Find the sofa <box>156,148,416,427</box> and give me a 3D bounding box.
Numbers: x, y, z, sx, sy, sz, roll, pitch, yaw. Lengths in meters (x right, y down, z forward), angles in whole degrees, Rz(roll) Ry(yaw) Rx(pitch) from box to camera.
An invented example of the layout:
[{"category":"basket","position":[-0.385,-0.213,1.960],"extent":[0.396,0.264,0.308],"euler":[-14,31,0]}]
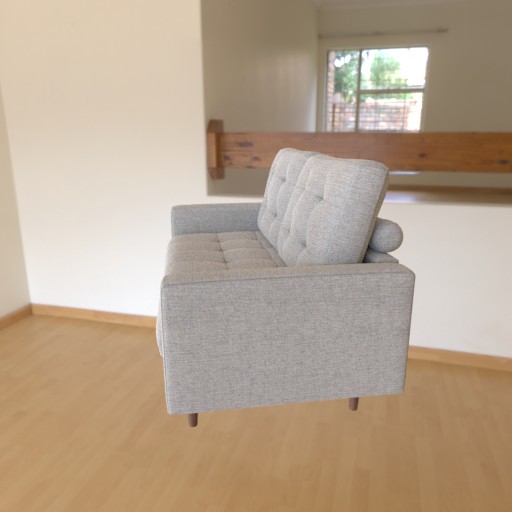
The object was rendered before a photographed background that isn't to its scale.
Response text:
[{"category":"sofa","position":[0.000,0.000,2.000],"extent":[0.842,0.907,1.407],"euler":[-3,16,-9]}]
